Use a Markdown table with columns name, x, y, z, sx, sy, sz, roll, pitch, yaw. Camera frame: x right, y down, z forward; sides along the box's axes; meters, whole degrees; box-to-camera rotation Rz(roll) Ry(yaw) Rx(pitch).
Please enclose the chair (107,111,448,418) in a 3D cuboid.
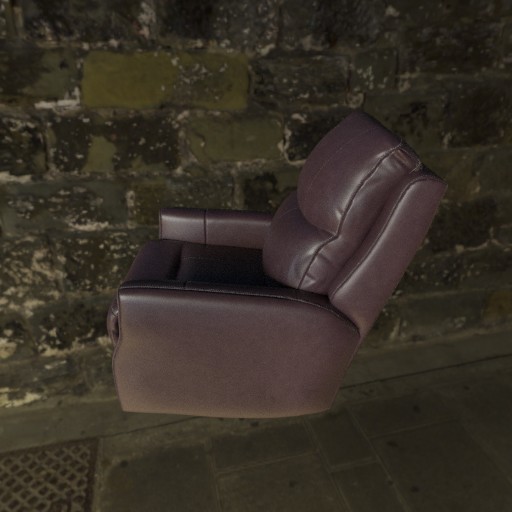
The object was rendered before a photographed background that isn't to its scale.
| name | x | y | z | sx | sy | sz | roll | pitch | yaw |
| --- | --- | --- | --- | --- | --- | --- | --- | --- | --- |
| chair | 0.000 | 0.000 | 1.729 | 1.080 | 1.030 | 0.829 | 0 | 27 | 0 |
